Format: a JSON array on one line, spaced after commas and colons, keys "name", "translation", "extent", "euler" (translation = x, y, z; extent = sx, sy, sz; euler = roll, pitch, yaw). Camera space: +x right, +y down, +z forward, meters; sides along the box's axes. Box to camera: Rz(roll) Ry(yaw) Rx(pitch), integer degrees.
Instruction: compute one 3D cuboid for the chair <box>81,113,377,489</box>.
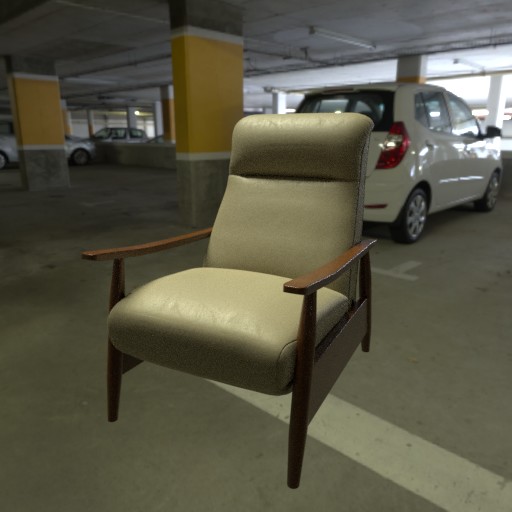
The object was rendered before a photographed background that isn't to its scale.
[{"name": "chair", "translation": [0.000, 0.000, 1.711], "extent": [0.762, 1.082, 1.014], "euler": [7, 17, 25]}]
